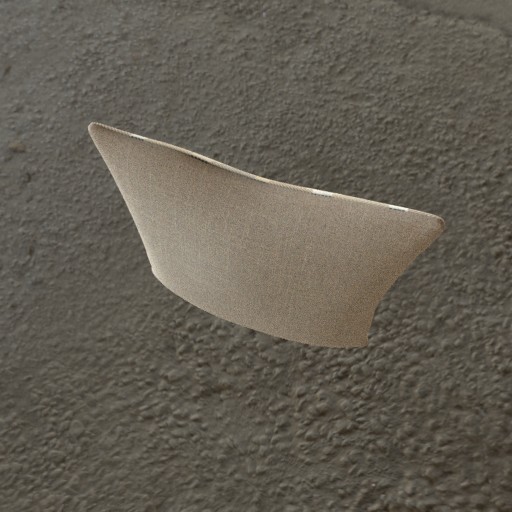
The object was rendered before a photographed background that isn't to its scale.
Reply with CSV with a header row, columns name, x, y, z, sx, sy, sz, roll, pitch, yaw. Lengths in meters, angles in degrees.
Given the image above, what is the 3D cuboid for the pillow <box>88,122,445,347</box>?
name,x,y,z,sx,sy,sz,roll,pitch,yaw
pillow,0.000,0.000,0.890,0.578,0.558,0.192,18,64,9
